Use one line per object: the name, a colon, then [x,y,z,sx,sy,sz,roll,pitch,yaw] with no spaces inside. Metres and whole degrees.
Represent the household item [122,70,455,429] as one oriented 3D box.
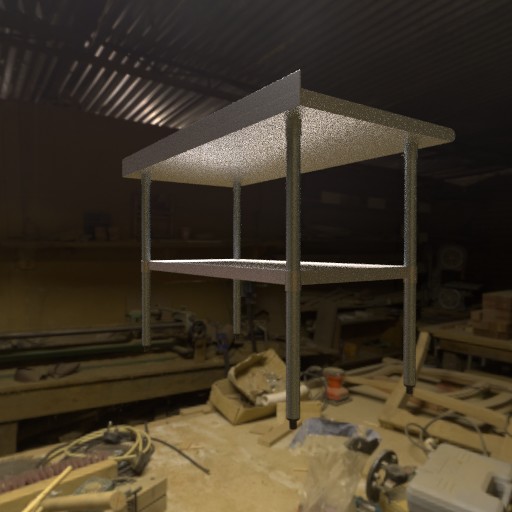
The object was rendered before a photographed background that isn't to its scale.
household item: [0.000,0.000,1.663,0.610,0.851,1.219,-1,1,-35]
